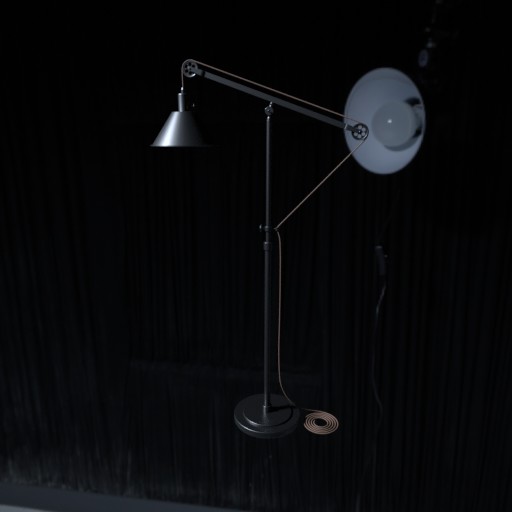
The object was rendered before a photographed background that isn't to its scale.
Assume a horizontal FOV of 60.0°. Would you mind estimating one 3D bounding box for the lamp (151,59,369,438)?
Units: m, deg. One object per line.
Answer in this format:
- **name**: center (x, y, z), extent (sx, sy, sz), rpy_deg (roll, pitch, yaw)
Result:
- **lamp**: center (0.000, 0.000, 1.964), extent (0.904, 1.626, 0.319), rpy_deg (3, 15, 10)
